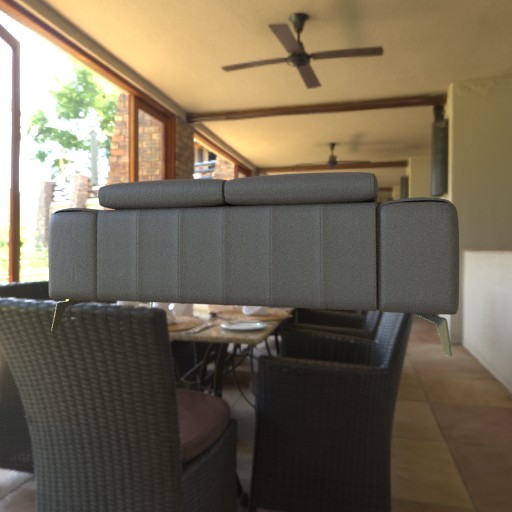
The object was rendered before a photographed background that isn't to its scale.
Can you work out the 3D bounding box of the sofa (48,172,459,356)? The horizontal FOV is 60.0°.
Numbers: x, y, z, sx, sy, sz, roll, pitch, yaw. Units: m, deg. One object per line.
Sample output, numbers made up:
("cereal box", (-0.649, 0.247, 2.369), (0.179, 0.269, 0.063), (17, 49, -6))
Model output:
("sofa", (0.000, 0.000, 2.452), (1.930, 0.753, 1.024), (0, 1, 17))
